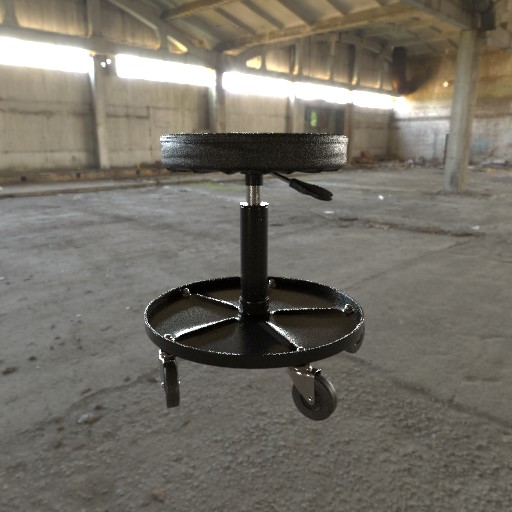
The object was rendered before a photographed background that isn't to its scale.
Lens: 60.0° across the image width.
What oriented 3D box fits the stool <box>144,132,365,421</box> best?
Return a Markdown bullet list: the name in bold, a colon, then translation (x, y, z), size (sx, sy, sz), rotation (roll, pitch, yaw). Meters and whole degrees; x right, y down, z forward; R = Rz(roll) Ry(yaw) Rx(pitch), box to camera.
- **stool**: translation (0.000, 0.000, 0.691), size (0.382, 0.365, 0.381), rotation (13, 19, 42)
